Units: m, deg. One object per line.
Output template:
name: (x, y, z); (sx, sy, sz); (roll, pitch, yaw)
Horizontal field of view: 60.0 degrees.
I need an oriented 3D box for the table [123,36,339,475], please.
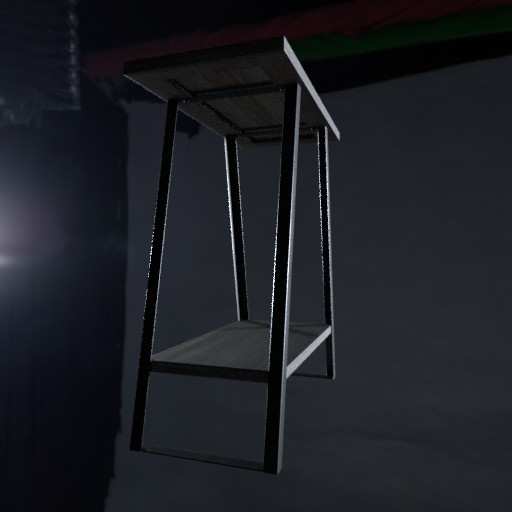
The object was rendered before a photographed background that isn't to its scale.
table: (0.000, 0.000, 1.033); (0.300, 0.701, 0.599); (0, 0, 19)
